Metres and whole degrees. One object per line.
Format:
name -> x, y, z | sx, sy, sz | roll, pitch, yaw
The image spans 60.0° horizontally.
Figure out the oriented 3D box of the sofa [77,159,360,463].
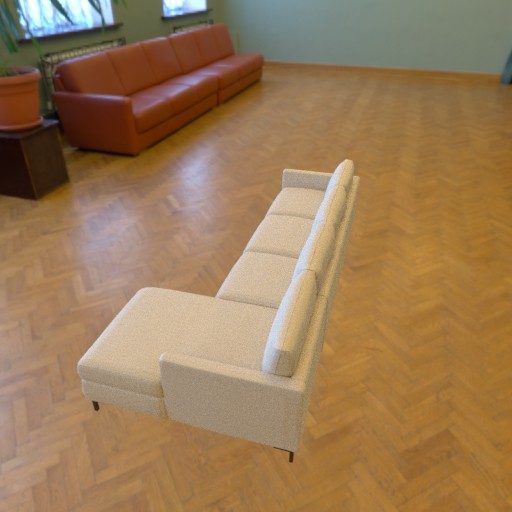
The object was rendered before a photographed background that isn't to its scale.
sofa -> 0.000, 0.000, 3.339 | 1.258, 0.755, 2.731 | 9, 33, 14
